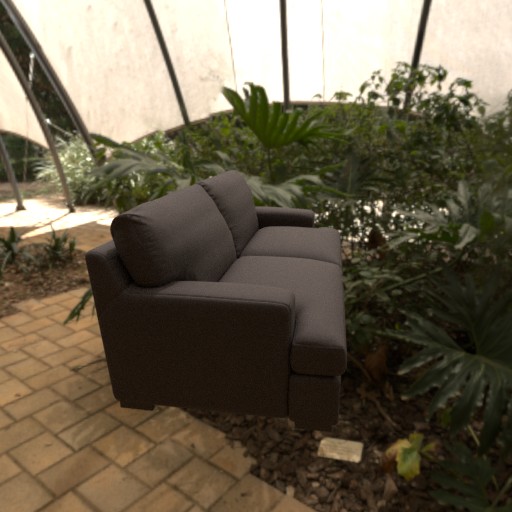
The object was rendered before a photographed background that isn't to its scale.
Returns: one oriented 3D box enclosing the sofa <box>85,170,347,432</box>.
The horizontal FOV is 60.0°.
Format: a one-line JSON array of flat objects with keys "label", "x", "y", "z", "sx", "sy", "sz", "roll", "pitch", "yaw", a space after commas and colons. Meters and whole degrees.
[{"label": "sofa", "x": 0.000, "y": 0.000, "z": 2.921, "sx": 1.140, "sy": 0.950, "sz": 2.271, "roll": 3, "pitch": 16, "yaw": 9}]
